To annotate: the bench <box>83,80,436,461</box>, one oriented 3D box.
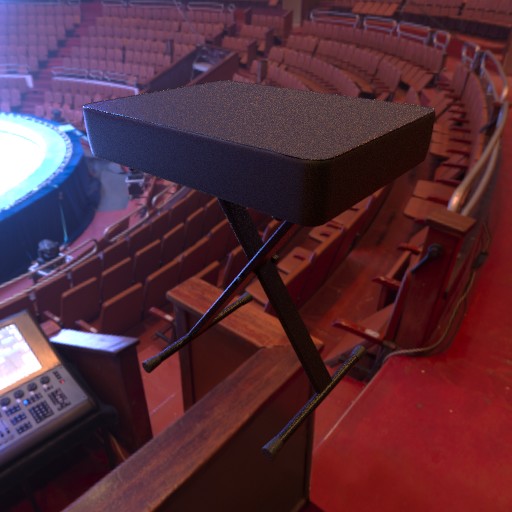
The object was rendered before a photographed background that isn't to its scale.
[{"bbox_3d":[0.000,0.000,0.768,0.424,0.500,0.321,22,37,33],"label":"bench"}]
